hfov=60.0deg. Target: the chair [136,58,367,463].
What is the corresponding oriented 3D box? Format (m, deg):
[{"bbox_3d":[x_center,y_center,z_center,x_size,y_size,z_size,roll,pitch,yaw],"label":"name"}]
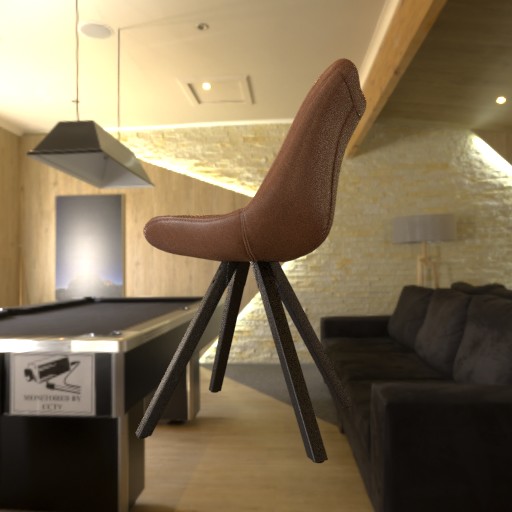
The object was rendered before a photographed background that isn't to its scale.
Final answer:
[{"bbox_3d":[0.000,0.000,1.160,0.550,0.850,0.475,0,-1,20],"label":"chair"}]
